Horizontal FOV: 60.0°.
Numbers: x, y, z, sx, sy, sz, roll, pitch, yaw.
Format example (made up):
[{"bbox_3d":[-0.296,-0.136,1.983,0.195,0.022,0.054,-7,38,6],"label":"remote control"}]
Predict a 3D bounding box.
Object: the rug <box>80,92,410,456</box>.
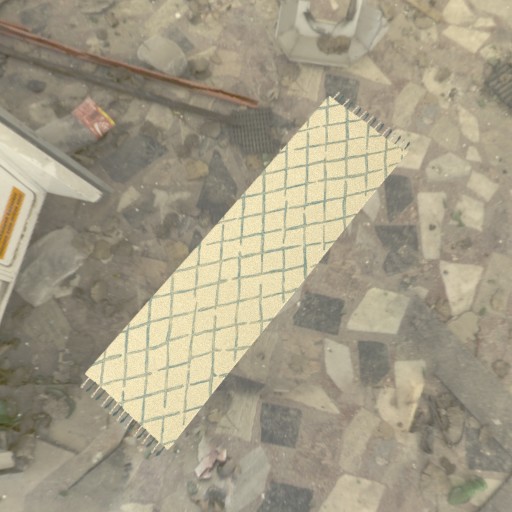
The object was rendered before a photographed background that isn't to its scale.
[{"bbox_3d":[0.000,0.000,2.610,0.620,0.008,2.372,38,79,9],"label":"rug"}]
